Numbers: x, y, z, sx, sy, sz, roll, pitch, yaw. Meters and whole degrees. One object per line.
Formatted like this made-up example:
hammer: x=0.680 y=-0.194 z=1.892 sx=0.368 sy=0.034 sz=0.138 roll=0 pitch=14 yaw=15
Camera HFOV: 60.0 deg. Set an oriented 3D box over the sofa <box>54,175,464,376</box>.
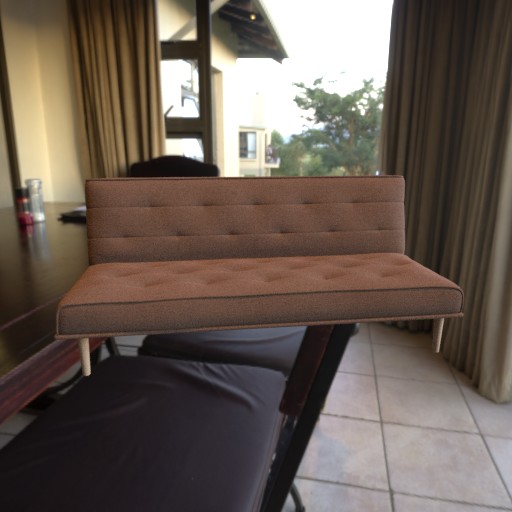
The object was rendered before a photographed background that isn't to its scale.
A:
sofa: x=0.000 y=0.000 z=2.377 sx=1.820 sy=0.810 sz=1.038 roll=-2 pitch=15 yaw=-7
